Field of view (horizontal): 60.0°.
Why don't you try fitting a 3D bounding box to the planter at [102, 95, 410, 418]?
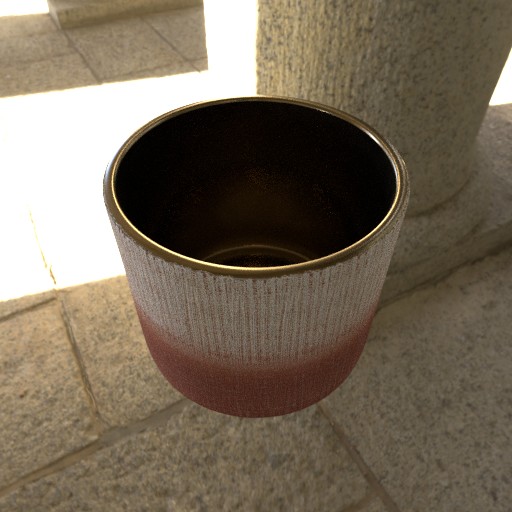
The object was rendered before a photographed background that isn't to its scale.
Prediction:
[{"bbox_3d":[0.000,0.000,0.446,0.254,0.221,0.254,0,46,0],"label":"planter"}]
